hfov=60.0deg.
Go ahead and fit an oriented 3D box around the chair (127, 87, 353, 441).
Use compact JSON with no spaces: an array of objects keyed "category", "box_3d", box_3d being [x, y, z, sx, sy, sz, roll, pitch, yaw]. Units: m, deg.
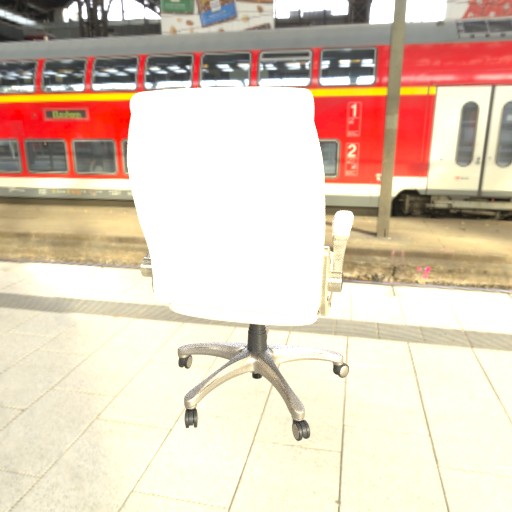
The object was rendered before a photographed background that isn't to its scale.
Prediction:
[{"category":"chair","box_3d":[0.000,0.000,1.643,0.740,1.110,0.794,3,16,10]}]
